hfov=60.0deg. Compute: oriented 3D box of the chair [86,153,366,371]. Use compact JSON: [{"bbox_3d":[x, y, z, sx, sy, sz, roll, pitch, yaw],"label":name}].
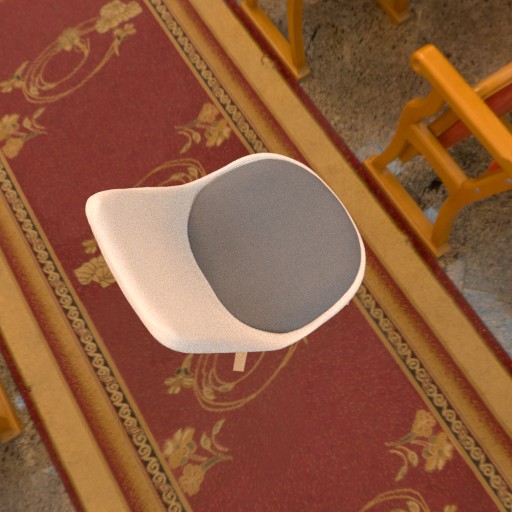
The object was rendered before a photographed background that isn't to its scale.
[{"bbox_3d":[0.000,0.000,1.165,0.550,0.850,0.485,-31,78,-7],"label":"chair"}]
